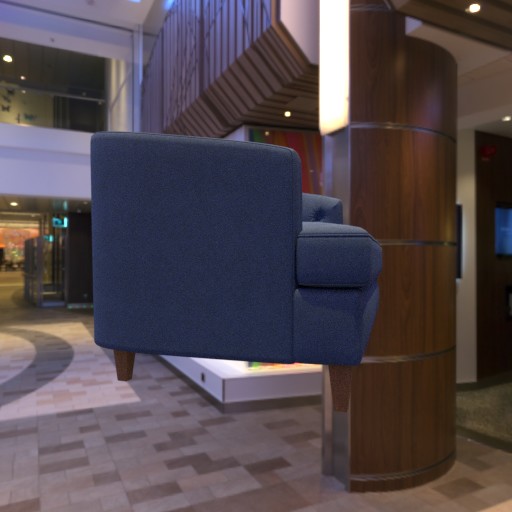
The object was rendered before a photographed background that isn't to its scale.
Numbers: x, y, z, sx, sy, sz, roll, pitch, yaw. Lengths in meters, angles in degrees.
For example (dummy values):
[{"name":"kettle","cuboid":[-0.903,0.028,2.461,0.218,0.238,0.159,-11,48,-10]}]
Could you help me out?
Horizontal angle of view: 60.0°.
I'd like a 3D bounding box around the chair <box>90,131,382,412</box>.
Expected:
[{"name":"chair","cuboid":[0.000,0.000,1.710,0.914,0.787,1.118,0,0,17]}]
